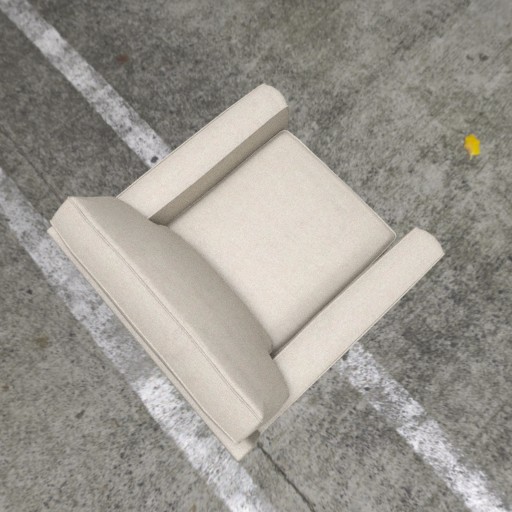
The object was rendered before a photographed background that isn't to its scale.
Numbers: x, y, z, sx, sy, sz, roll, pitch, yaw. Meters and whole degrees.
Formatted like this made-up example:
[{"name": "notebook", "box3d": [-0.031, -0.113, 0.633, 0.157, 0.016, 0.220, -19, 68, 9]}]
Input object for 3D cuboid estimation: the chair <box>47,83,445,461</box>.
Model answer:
[{"name": "chair", "box3d": [0.000, 0.000, 1.774, 1.043, 0.913, 0.998, -41, 79, -10]}]
